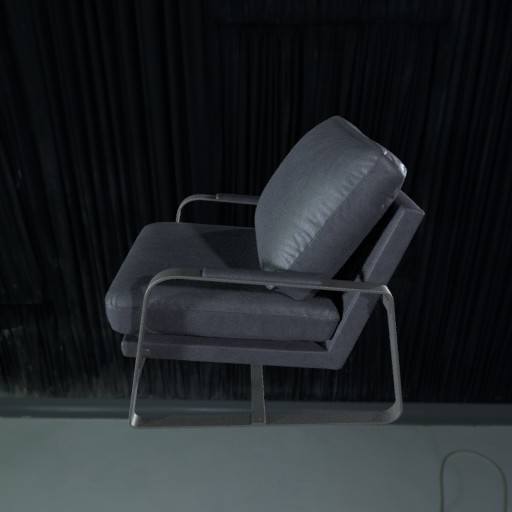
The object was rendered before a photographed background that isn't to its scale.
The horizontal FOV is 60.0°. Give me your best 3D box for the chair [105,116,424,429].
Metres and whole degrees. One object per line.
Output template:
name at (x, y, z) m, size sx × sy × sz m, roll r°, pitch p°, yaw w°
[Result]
chair at (0.000, 0.000, 1.497) m, size 0.878 × 0.839 × 0.692 m, roll -1°, pitch 25°, yaw -1°
